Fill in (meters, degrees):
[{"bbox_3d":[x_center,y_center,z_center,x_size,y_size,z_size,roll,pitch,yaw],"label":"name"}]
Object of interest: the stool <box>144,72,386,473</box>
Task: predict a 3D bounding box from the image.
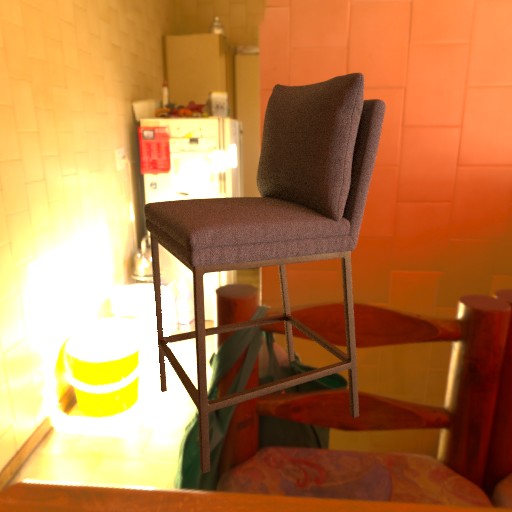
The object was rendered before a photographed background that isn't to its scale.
[{"bbox_3d":[0.000,0.000,1.352,0.569,1.031,0.463,-8,17,-25],"label":"stool"}]
